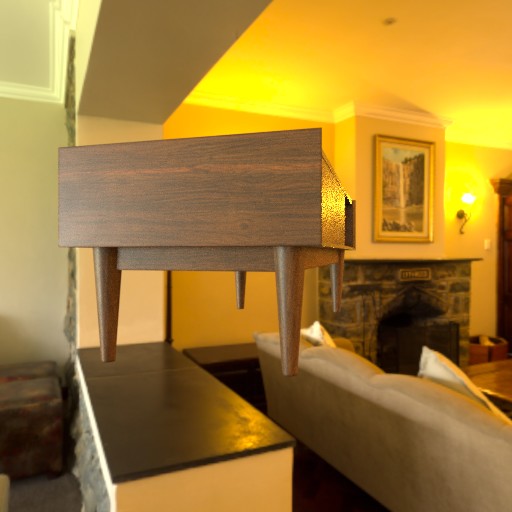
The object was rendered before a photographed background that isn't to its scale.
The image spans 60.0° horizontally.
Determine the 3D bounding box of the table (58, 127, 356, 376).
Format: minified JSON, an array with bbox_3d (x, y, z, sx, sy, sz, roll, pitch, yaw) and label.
[{"bbox_3d":[0.000,0.000,1.534,0.610,0.508,1.221,0,0,16],"label":"table"}]
